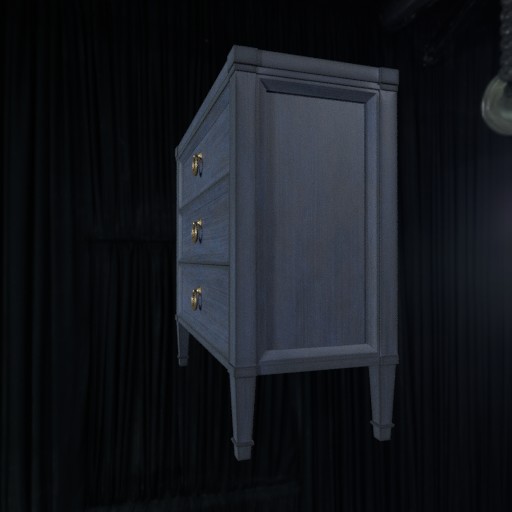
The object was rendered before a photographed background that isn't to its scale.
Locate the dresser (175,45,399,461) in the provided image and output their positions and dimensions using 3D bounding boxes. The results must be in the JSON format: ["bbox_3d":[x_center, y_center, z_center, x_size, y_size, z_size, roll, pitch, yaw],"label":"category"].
[{"bbox_3d":[0.000,0.000,1.606,0.463,0.986,1.049,0,0,-18],"label":"dresser"}]
